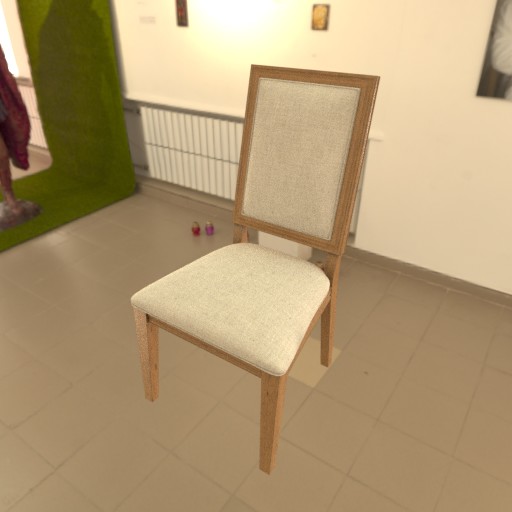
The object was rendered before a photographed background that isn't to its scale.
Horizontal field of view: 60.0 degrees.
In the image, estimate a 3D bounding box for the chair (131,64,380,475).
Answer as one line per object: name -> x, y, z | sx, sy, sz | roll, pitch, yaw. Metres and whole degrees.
chair -> 0.000, 0.000, 1.342 | 0.536, 0.988, 0.601 | 19, 35, 29
